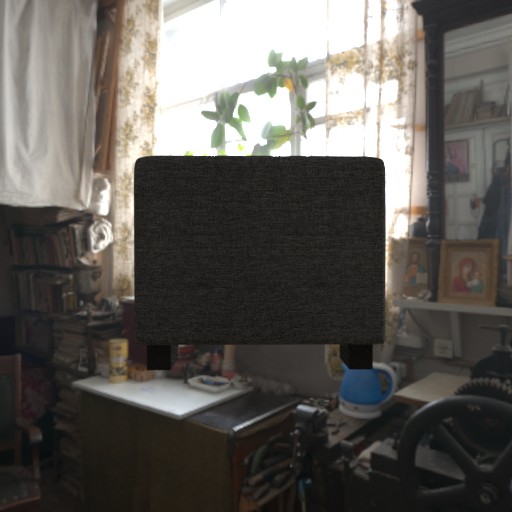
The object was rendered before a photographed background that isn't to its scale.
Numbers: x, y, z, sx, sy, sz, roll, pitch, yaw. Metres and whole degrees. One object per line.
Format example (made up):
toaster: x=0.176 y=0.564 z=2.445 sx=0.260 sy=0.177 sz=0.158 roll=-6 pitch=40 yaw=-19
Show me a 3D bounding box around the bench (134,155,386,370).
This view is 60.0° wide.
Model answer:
bench: x=0.000 y=0.000 z=1.521 sx=0.508 sy=0.445 sz=1.296 roll=0 pitch=1 yaw=-1
